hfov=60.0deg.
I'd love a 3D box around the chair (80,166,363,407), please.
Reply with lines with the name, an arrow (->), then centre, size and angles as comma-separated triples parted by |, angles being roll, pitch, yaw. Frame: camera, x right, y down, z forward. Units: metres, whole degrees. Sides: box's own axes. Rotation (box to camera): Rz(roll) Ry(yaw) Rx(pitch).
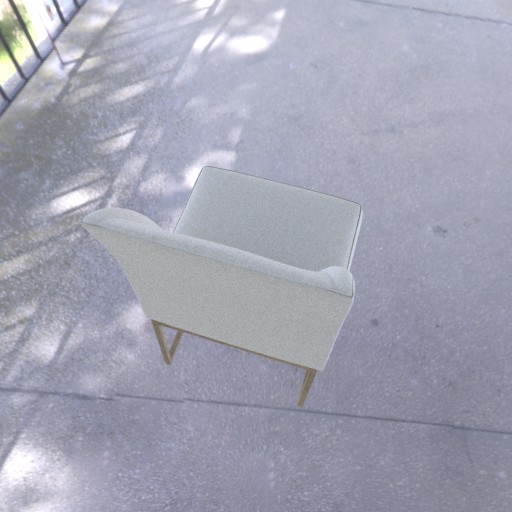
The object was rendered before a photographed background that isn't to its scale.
chair -> 0.000, 0.000, 1.194 | 0.508, 0.863, 0.522 | 15, 63, 8
